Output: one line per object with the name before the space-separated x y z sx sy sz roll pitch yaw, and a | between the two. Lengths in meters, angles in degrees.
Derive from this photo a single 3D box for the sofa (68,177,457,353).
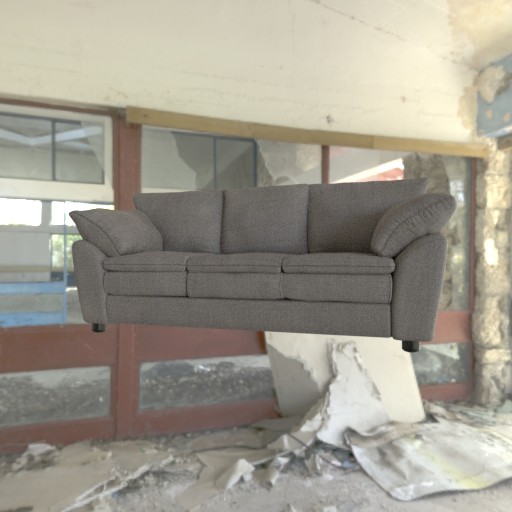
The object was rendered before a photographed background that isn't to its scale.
sofa | 0.000 0.000 2.898 2.334 0.996 0.878 0 0 18
